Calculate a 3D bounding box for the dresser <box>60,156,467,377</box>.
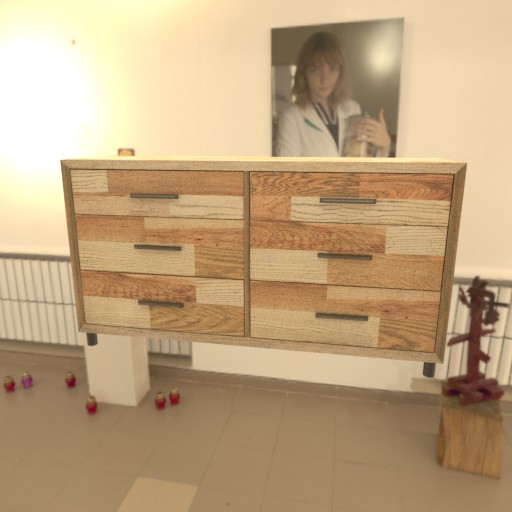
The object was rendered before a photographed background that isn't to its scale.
[{"bbox_3d":[0.000,0.000,1.949,1.547,0.834,0.487,3,15,11],"label":"dresser"}]
